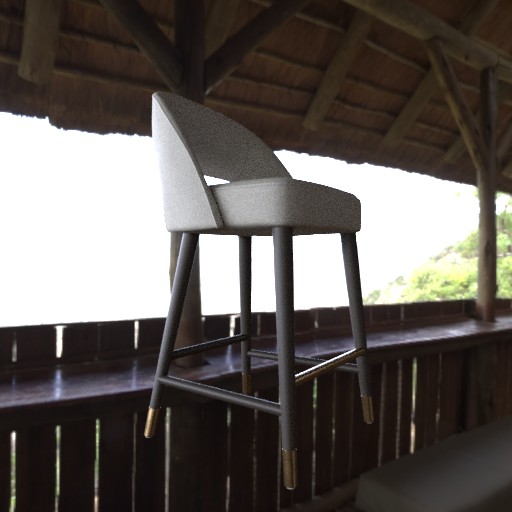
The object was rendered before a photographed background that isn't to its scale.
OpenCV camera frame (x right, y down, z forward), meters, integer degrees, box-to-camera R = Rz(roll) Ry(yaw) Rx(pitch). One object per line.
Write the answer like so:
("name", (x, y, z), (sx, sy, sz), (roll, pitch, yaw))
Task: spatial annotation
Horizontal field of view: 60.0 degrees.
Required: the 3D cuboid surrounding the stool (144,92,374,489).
("stool", (0.000, 0.000, 1.217), (0.509, 0.940, 0.494), (0, 1, 36))
